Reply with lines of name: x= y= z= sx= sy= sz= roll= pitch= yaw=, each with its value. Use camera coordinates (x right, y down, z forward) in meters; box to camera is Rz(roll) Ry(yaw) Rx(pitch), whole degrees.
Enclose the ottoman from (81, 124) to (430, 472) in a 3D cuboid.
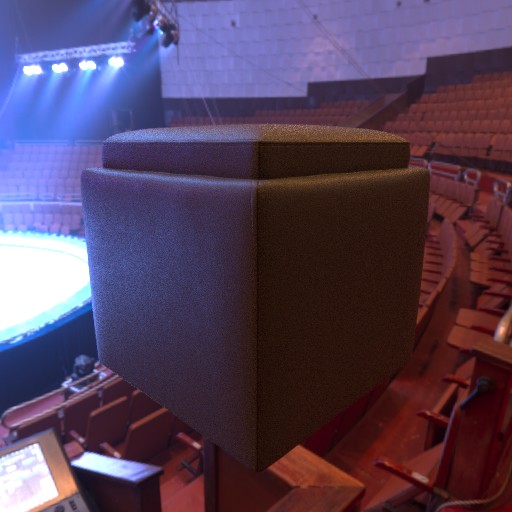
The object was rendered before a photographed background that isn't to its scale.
ottoman: x=0.000 y=0.000 z=0.811 sx=0.451 sy=0.460 sz=0.450 roll=14 pitch=20 yaw=43
